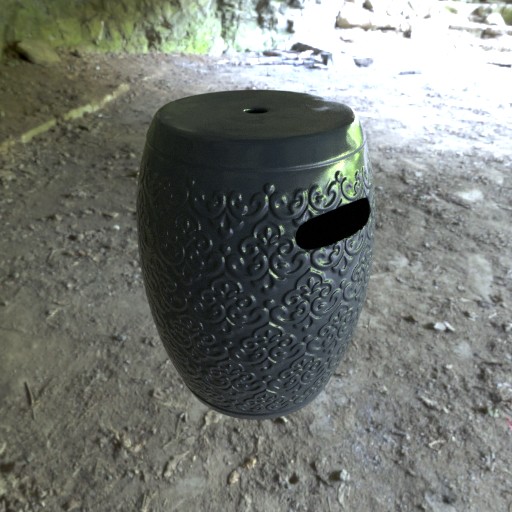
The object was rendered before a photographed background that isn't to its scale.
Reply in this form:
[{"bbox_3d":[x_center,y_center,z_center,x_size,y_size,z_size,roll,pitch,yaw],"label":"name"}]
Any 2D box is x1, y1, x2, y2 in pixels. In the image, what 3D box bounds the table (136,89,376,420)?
[{"bbox_3d":[0.000,0.000,0.612,0.309,0.397,0.309,0,32,0],"label":"table"}]
